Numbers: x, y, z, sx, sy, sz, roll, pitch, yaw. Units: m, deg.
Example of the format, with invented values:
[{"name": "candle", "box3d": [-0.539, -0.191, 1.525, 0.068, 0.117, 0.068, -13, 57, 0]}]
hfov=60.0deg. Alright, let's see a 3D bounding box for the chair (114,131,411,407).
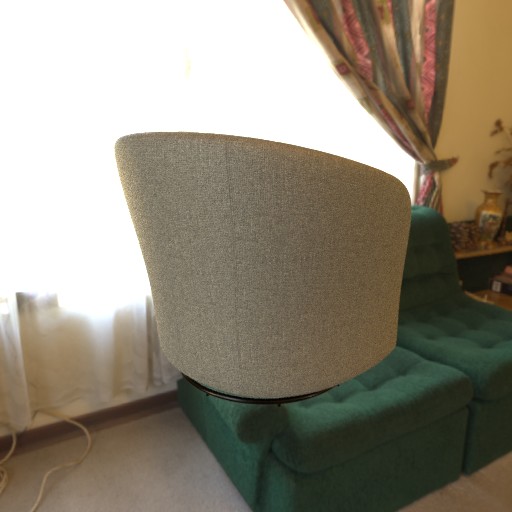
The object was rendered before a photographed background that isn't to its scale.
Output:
[{"name": "chair", "box3d": [0.000, 0.000, 1.449, 0.791, 0.771, 0.815, 13, 19, 43]}]
